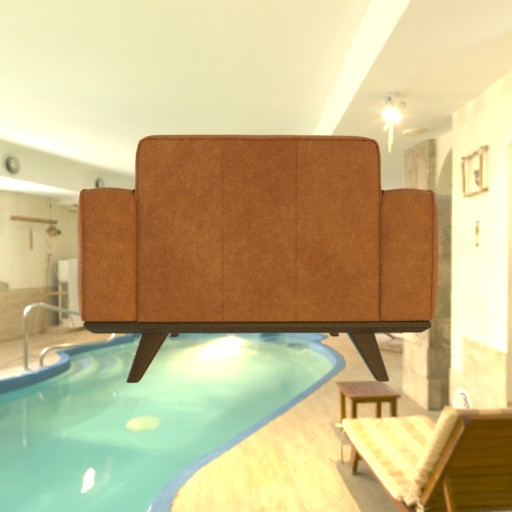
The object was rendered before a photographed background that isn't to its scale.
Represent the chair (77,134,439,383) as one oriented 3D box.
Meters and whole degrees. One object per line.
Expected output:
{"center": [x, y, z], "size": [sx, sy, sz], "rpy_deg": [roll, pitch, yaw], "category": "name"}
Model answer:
{"center": [0.000, 0.000, 1.776], "size": [1.118, 0.782, 0.952], "rpy_deg": [0, 0, -1], "category": "chair"}
